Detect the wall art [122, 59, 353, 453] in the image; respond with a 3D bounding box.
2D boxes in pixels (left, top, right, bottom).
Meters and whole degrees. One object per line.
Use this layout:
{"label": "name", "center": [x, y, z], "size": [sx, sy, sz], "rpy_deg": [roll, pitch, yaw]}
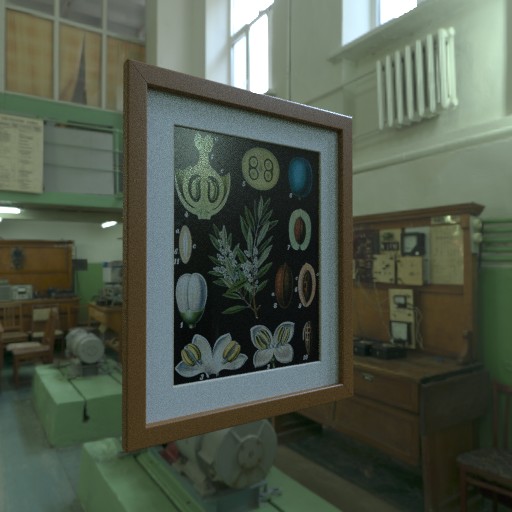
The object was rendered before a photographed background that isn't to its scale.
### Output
{"label": "wall art", "center": [0.000, 0.000, 0.751], "size": [0.449, 0.550, 0.021], "rpy_deg": [1, -1, -35]}
